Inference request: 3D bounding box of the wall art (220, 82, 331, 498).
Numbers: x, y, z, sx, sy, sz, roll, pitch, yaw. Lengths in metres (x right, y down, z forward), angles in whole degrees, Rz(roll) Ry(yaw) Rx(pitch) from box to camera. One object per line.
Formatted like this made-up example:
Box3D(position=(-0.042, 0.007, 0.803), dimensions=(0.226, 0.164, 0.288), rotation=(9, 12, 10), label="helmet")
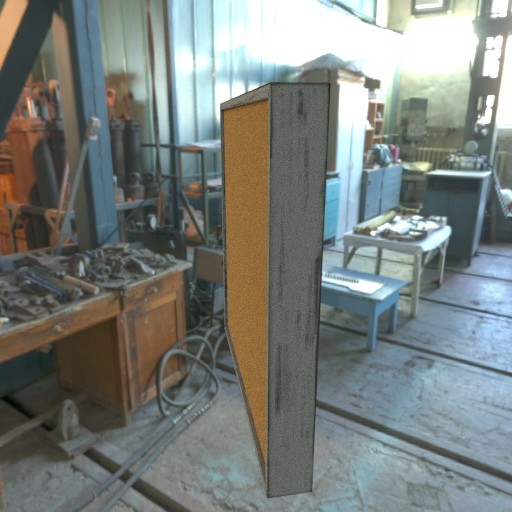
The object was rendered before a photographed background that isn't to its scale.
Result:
Box3D(position=(0.000, 0.000, 0.448), dimensions=(0.036, 0.303, 0.303), rotation=(-3, 17, -10), label="wall art")
